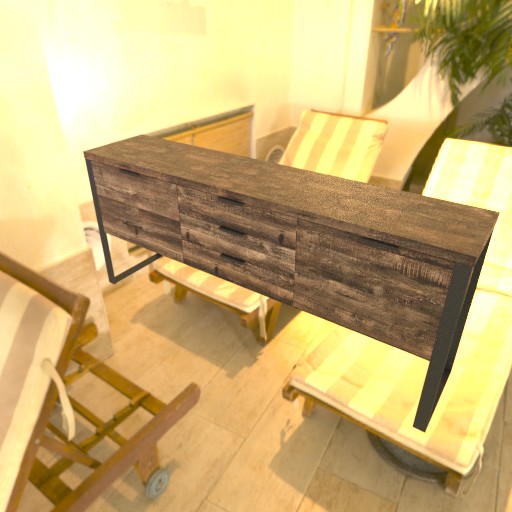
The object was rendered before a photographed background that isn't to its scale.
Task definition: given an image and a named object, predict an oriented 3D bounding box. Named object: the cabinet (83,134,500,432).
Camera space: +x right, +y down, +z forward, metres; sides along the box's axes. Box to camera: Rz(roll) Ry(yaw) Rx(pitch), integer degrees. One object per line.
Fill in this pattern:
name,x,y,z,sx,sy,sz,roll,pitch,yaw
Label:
cabinet,0.000,0.000,2.040,1.800,0.762,0.395,19,35,30
